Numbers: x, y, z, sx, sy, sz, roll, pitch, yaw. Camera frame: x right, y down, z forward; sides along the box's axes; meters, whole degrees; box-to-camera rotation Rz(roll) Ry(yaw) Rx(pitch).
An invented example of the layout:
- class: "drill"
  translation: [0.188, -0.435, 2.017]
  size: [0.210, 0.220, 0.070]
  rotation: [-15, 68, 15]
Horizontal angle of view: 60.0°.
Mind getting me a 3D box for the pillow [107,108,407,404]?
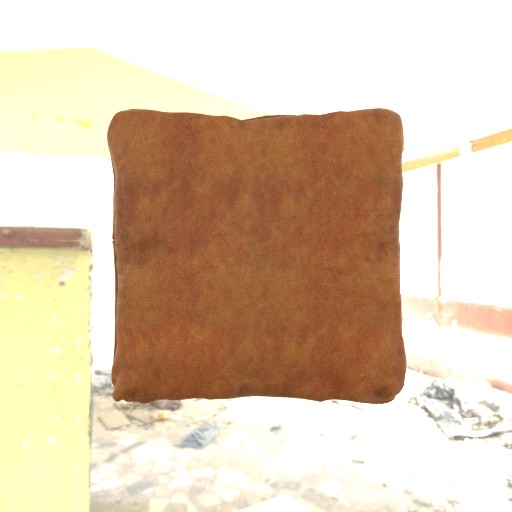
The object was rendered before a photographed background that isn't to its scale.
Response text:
- class: "pillow"
  translation: [0.000, 0.000, 0.742]
  size: [0.489, 0.490, 0.130]
  rotation: [0, 0, 1]
